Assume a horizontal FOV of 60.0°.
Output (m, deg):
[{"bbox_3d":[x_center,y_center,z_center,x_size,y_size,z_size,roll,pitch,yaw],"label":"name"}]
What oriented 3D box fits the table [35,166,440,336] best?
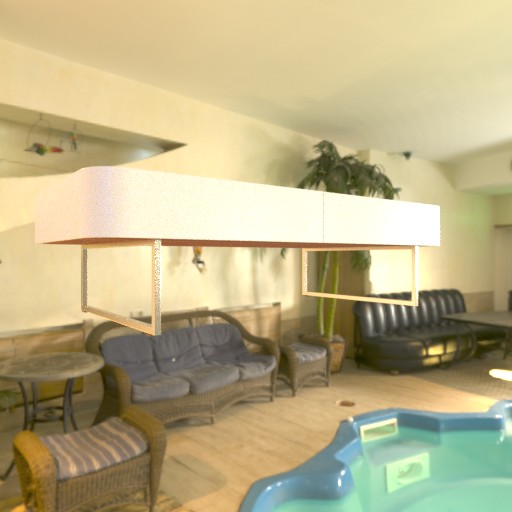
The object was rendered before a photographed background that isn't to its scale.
[{"bbox_3d":[0.000,0.000,1.414,1.200,0.340,0.600,0,0,-36],"label":"table"}]
